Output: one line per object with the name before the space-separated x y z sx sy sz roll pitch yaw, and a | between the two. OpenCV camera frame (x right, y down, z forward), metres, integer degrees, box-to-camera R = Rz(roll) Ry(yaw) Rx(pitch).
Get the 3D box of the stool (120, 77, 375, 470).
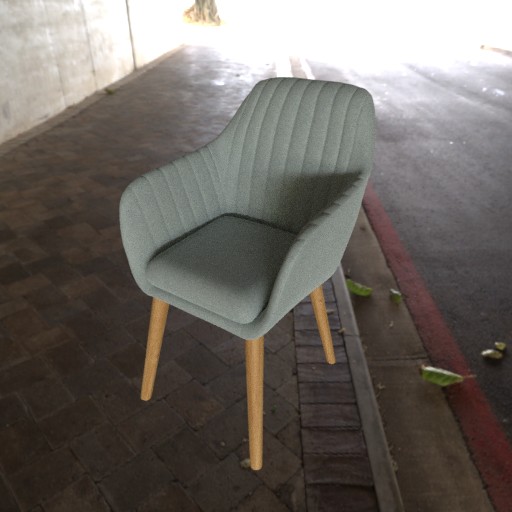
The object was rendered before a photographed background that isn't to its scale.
stool | 0.000 0.000 1.203 0.503 0.830 0.590 19 35 29
